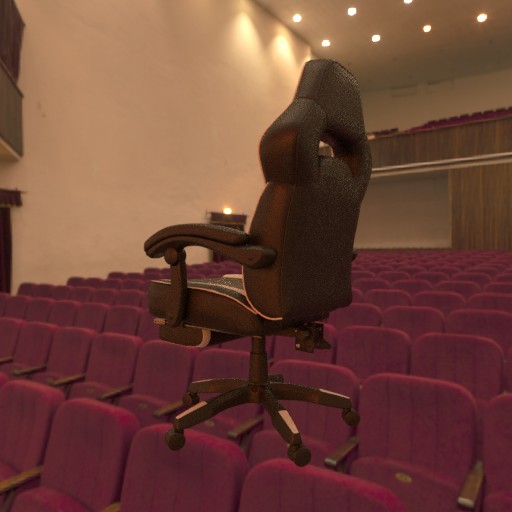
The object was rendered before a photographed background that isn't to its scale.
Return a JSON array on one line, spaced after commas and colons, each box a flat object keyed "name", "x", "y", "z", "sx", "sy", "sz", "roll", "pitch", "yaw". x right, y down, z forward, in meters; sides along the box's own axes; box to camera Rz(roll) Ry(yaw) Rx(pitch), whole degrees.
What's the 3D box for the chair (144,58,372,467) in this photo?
[{"name": "chair", "x": 0.000, "y": 0.000, "z": 1.576, "sx": 0.700, "sy": 1.200, "sz": 0.676, "roll": 0, "pitch": 1, "yaw": 35}]
